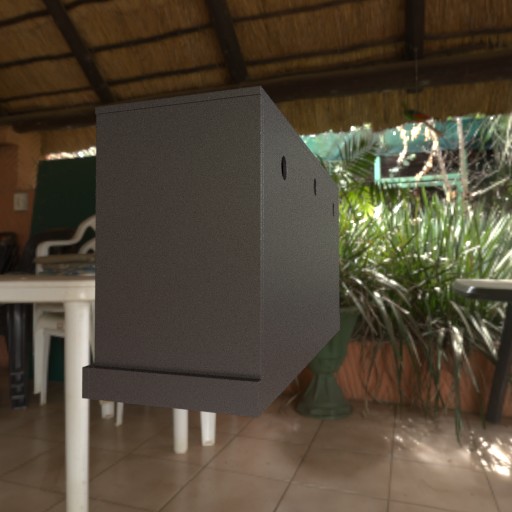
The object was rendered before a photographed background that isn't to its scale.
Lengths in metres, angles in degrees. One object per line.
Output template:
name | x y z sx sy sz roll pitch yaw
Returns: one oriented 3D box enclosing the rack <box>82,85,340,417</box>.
rack | 0.000 0.000 1.474 0.399 0.635 1.206 0 -1 18
